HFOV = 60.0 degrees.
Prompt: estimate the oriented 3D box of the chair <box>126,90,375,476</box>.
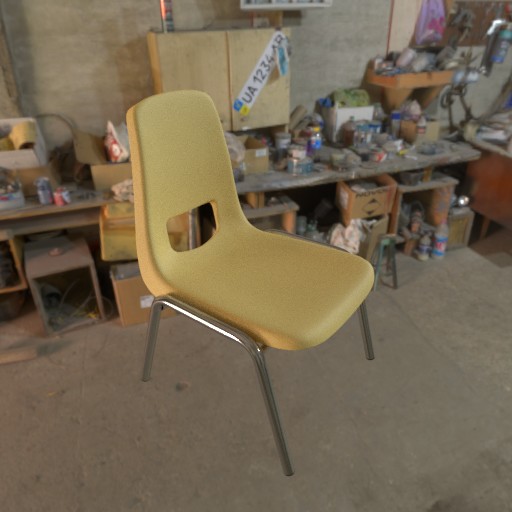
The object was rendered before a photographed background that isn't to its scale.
[{"bbox_3d":[0.000,0.000,0.804,0.385,0.536,0.354,18,33,31],"label":"chair"}]
